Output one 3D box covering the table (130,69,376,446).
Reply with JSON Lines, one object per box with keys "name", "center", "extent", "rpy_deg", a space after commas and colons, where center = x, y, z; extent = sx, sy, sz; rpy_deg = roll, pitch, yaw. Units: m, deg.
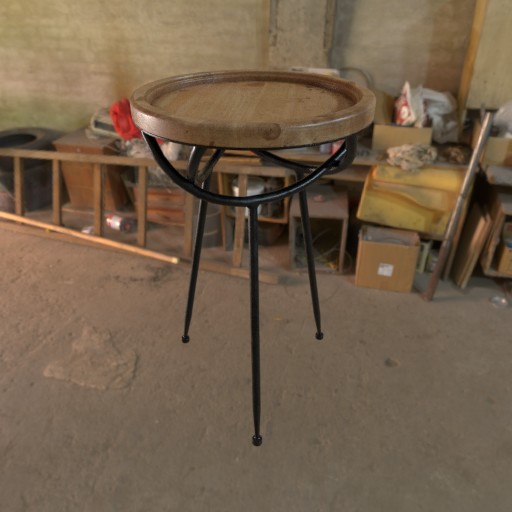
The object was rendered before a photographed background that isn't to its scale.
{"name": "table", "center": [0.000, 0.000, 0.929], "extent": [0.418, 0.664, 0.414], "rpy_deg": [-10, 34, -16]}
